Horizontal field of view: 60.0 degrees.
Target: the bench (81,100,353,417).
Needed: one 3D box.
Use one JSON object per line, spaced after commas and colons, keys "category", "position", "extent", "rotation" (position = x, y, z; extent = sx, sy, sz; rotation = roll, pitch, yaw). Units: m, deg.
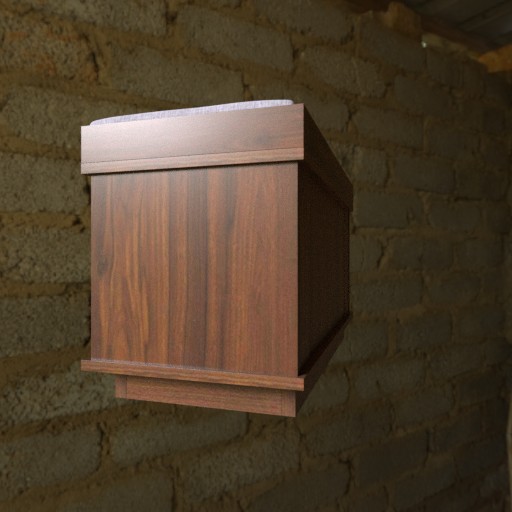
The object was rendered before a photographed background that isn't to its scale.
{"category": "bench", "position": [0.000, 0.000, 0.988], "extent": [0.362, 0.461, 0.734], "rotation": [0, 0, 17]}
